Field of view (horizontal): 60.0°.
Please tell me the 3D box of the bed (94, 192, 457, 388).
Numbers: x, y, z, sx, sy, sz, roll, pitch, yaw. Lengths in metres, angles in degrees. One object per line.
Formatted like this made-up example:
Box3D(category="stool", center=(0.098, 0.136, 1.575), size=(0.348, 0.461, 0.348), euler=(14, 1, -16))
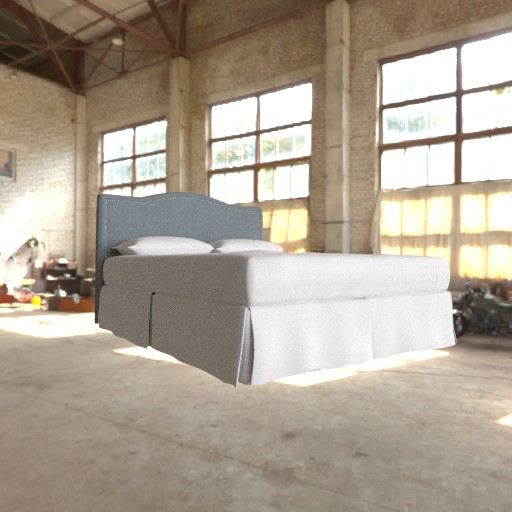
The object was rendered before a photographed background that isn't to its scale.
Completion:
Box3D(category="bed", center=(0.000, 0.000, 4.006), size=(2.161, 1.457, 2.689), euler=(0, -1, -36))
